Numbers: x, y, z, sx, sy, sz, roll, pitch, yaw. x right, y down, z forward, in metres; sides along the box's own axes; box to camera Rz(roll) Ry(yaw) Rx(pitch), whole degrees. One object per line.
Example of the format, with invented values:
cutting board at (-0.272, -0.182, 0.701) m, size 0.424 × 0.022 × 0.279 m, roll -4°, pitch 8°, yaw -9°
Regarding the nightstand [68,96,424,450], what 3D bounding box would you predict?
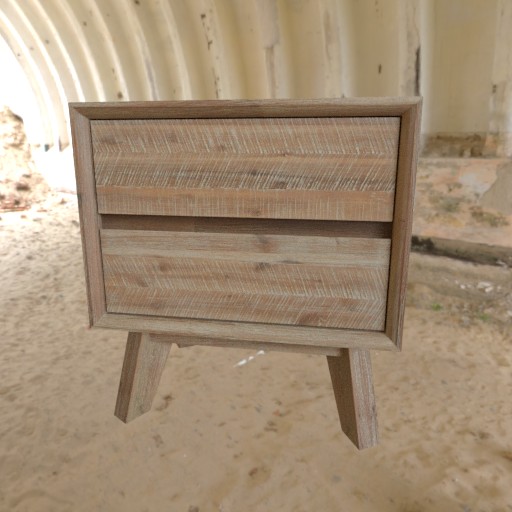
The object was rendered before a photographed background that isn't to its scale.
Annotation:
nightstand at (0.000, 0.000, 0.935) m, size 0.552 × 0.589 × 0.396 m, roll 2°, pitch 14°, yaw 10°
